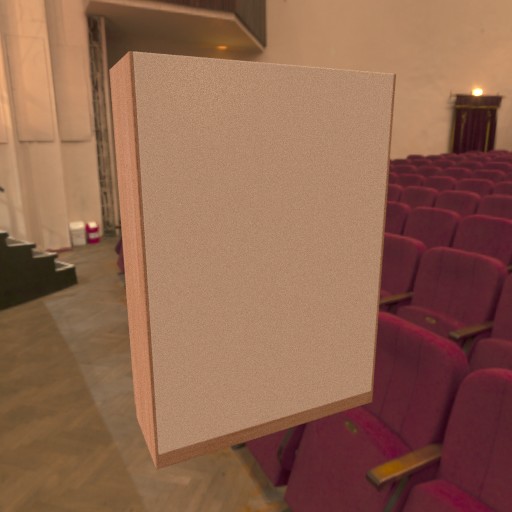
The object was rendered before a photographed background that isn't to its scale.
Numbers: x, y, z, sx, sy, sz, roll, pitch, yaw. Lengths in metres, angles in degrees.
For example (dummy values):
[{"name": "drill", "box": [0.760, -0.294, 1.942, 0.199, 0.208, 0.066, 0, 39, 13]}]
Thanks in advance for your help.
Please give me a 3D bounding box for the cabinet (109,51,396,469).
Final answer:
[{"name": "cabinet", "box": [0.000, 0.000, 2.741, 1.500, 2.120, 0.590, -7, 16, -25]}]
